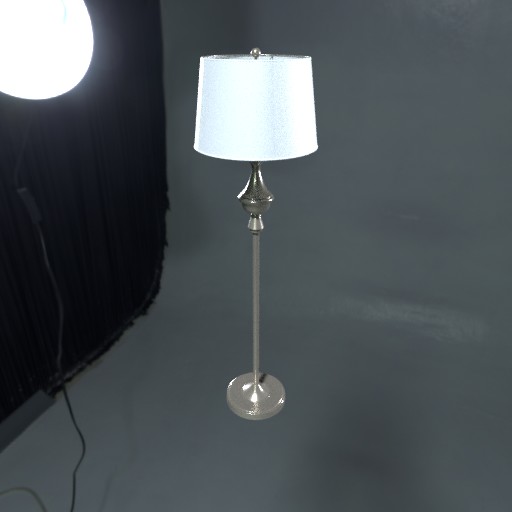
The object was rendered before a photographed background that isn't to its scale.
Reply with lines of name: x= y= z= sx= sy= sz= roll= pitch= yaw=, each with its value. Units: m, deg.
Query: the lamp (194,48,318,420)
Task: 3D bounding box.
lamp: x=0.000 y=0.000 z=1.748 sx=0.431 sy=1.488 sz=0.431 roll=0 pitch=27 yaw=0
